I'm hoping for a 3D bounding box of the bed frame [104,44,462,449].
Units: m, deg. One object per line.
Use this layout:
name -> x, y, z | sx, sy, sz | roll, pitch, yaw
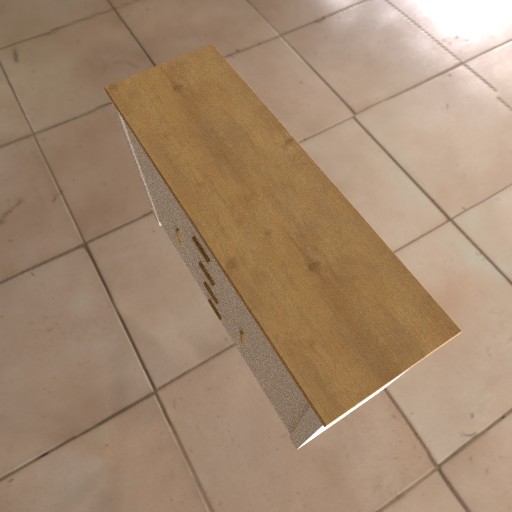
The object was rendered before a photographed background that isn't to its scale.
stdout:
bed frame -> 0.000, 0.000, 1.707 | 0.430, 0.850, 1.300 | -29, 66, -14
